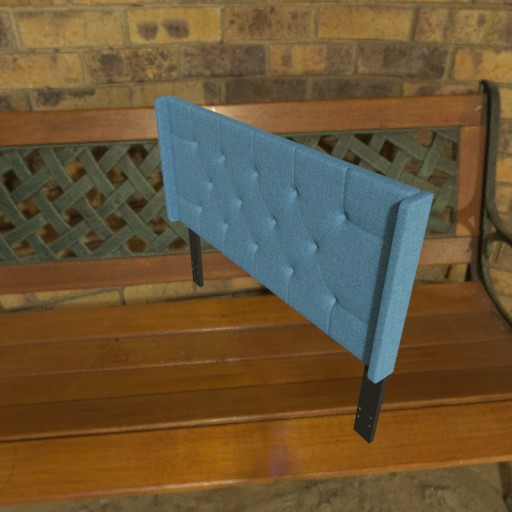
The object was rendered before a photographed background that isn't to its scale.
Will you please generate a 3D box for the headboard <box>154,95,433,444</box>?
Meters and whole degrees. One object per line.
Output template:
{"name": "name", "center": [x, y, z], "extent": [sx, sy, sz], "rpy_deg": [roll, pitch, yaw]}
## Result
{"name": "headboard", "center": [0.000, 0.000, 2.699], "extent": [0.184, 1.524, 2.051], "rpy_deg": [-21, 38, -30]}
